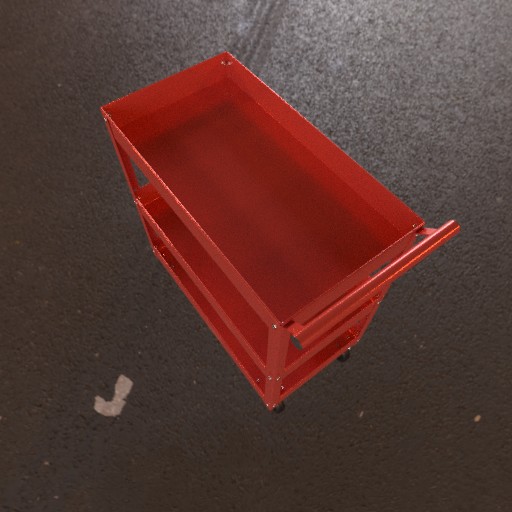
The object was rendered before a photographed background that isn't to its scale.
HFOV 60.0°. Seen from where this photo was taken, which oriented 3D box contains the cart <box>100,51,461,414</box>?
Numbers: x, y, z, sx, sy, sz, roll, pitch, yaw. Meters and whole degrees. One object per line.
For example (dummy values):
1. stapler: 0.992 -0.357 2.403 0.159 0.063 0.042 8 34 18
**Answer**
1. cart: 0.000 0.000 1.198 0.366 0.780 0.719 -32 64 -18
